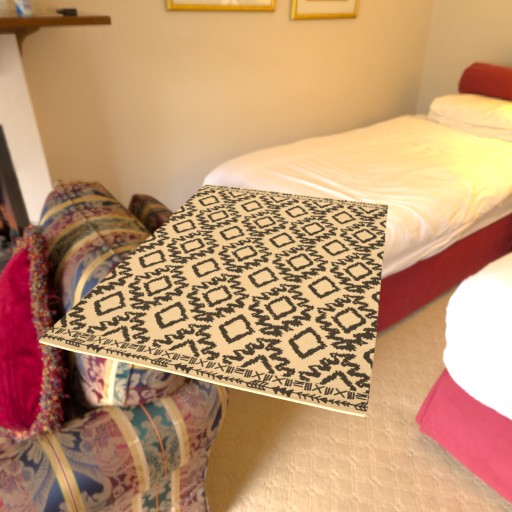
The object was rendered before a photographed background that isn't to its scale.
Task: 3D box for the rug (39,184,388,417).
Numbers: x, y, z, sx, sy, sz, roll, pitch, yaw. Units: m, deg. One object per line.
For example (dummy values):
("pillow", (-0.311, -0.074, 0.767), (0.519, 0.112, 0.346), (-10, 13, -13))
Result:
("rug", (0.000, 0.000, 4.415), (2.444, 0.036, 3.369), (9, 32, 14))
